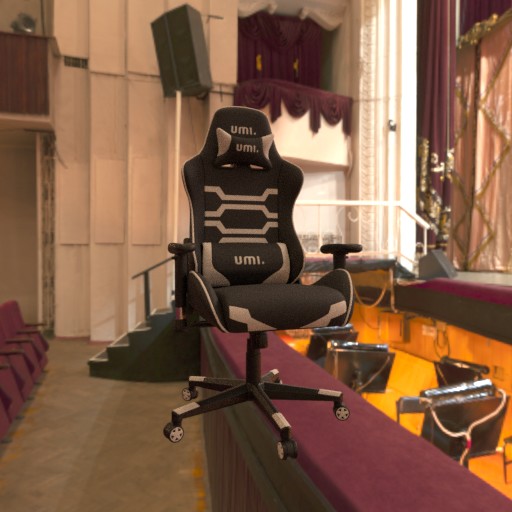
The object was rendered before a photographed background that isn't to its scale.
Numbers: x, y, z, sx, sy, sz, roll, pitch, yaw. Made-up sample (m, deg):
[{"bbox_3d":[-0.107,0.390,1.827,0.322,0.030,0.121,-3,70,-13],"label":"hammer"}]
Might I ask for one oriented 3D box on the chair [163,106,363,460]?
[{"bbox_3d":[0.000,0.000,1.659,0.700,1.240,0.700,0,1,-18],"label":"chair"}]
